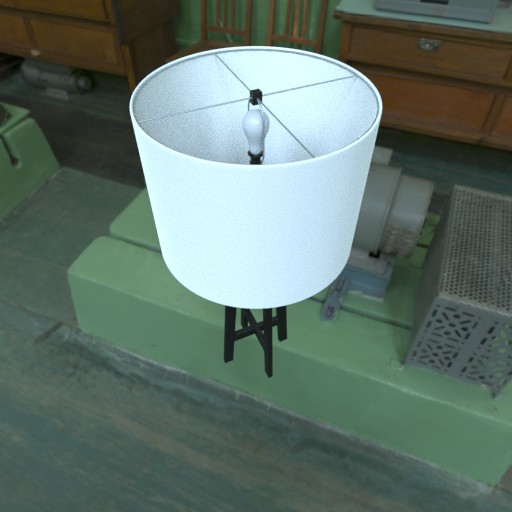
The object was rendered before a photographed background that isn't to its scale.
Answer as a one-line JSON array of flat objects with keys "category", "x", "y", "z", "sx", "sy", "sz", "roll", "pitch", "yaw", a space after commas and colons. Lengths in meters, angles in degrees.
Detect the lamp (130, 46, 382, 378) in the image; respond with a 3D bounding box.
[{"category": "lamp", "x": 0.000, "y": 0.000, "z": 0.633, "sx": 0.257, "sy": 0.489, "sz": 0.257, "roll": 15, "pitch": 48, "yaw": 14}]
